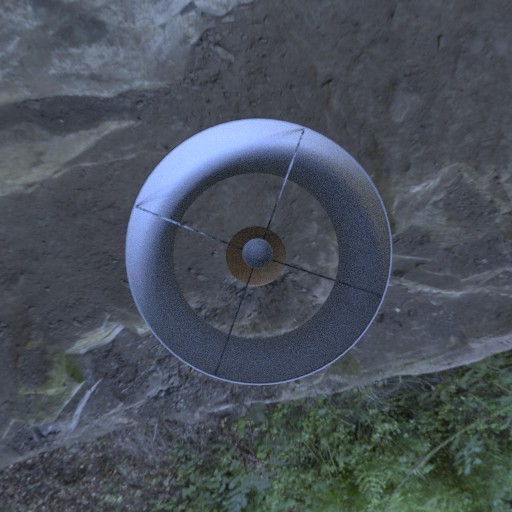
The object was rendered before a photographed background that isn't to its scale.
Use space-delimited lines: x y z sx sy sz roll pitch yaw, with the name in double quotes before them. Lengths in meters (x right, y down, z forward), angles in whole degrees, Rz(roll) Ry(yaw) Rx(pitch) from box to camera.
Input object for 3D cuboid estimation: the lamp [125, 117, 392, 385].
"lamp" 0.000 0.000 0.573 0.208 0.455 0.208 0 89 -1
